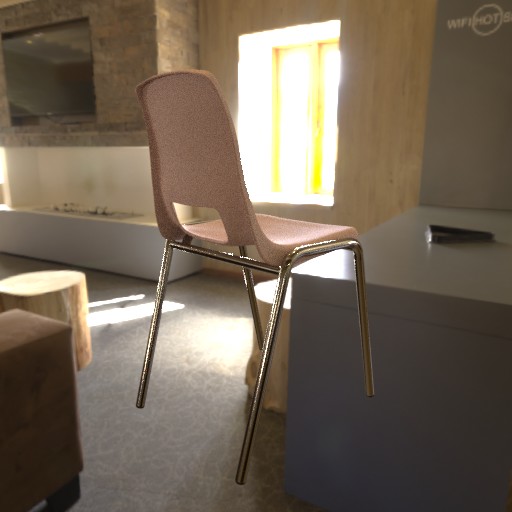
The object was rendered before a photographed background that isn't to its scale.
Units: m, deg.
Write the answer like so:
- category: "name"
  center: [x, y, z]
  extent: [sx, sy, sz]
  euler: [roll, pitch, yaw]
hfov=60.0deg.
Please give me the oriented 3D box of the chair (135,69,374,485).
- category: "chair"
  center: [0.000, 0.000, 0.964]
  extent: [0.381, 0.704, 0.436]
  euler: [13, 19, 43]
